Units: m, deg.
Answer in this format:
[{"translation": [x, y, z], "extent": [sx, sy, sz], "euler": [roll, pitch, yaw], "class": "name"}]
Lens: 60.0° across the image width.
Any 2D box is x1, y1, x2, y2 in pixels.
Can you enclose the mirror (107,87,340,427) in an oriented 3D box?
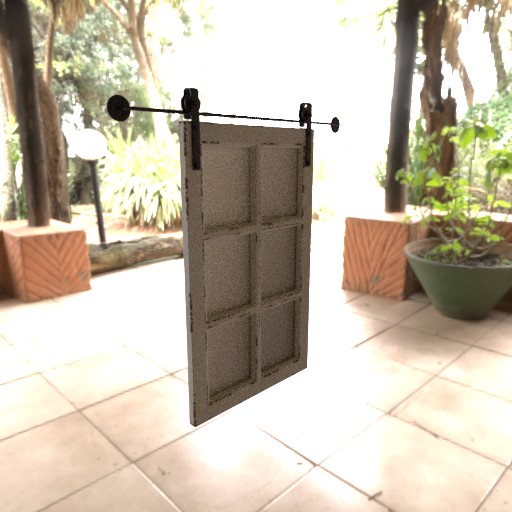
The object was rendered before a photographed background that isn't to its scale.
[{"translation": [0.000, 0.000, 1.234], "extent": [0.808, 0.844, 0.037], "euler": [-13, 18, -44], "class": "mirror"}]
